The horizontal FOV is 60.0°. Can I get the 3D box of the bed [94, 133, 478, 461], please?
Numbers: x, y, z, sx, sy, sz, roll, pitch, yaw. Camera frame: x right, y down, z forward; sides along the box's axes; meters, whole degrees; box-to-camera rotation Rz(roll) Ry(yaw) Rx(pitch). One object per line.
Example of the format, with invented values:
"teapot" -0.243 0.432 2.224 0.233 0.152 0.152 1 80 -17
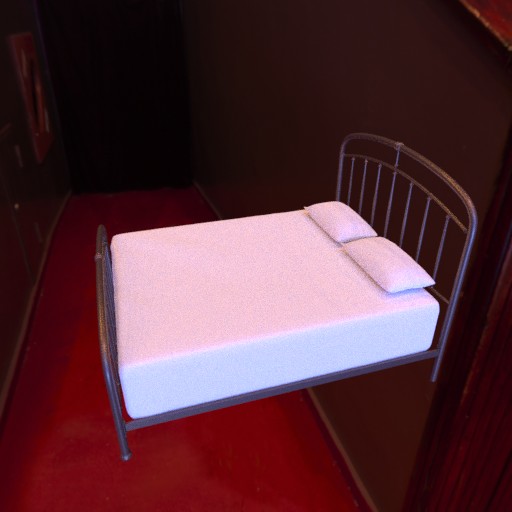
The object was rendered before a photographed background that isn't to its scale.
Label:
"bed" 0.000 0.000 3.189 2.168 1.475 1.711 -9 31 -15
